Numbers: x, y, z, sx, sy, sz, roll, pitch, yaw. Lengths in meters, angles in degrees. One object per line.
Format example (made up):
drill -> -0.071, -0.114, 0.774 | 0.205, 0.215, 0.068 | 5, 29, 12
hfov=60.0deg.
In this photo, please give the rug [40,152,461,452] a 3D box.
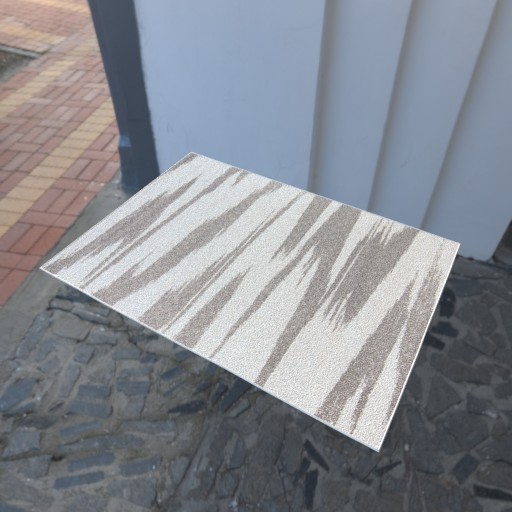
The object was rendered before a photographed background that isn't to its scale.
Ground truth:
rug -> 0.000, 0.000, 2.753 | 2.142, 0.010, 1.533 | 23, 49, 21
